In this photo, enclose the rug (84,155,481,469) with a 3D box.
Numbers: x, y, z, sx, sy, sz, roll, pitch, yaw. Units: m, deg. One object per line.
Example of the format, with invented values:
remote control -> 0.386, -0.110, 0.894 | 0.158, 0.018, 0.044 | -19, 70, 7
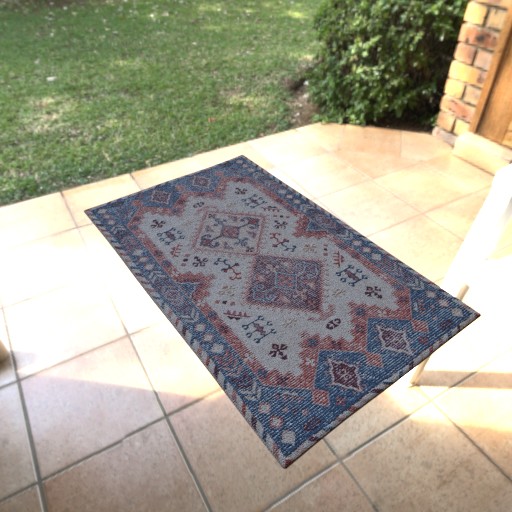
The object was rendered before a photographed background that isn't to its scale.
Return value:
rug -> 0.000, 0.000, 3.039 | 1.521, 0.023, 2.464 | -26, 47, -27
